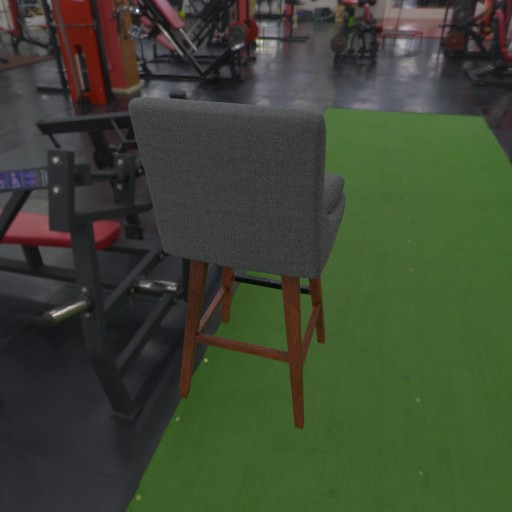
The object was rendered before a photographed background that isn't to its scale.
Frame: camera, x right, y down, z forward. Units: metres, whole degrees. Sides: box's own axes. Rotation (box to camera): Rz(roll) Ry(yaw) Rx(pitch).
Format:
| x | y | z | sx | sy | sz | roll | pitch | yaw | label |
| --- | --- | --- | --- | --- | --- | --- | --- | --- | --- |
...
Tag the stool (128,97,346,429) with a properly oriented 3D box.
| x | y | z | sx | sy | sz | roll | pitch | yaw | label |
| --- | --- | --- | --- | --- | --- | --- | --- | --- | --- |
| 0.000 | 0.000 | 1.300 | 0.447 | 0.977 | 0.524 | 9 | 33 | 14 | stool |
